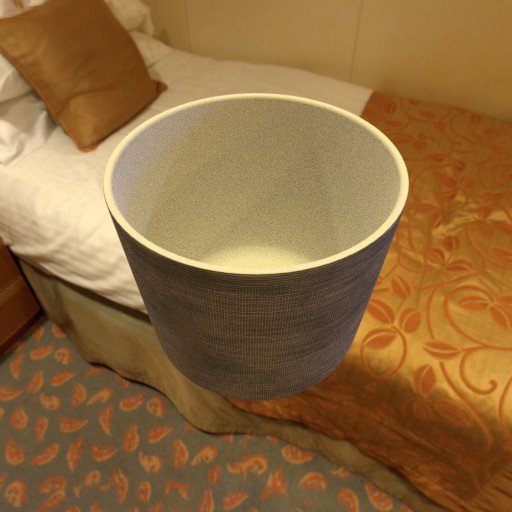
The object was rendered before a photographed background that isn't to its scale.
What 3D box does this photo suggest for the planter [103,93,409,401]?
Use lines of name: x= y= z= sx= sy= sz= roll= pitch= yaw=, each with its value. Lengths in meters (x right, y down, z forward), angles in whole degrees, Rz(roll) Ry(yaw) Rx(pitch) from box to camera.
planter: x=0.000 y=0.000 z=0.797 sx=0.440 sy=0.398 sz=0.440 roll=0 pitch=46 yaw=0
